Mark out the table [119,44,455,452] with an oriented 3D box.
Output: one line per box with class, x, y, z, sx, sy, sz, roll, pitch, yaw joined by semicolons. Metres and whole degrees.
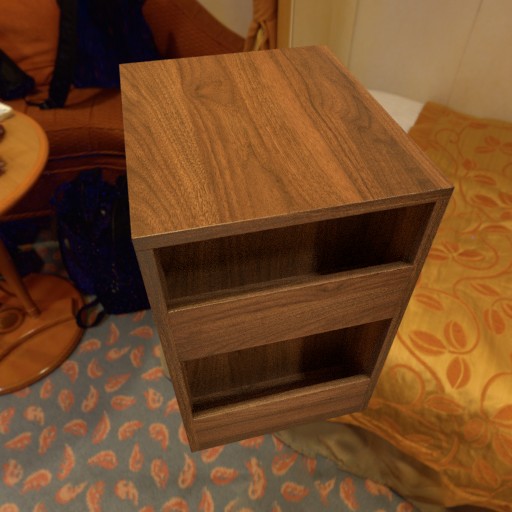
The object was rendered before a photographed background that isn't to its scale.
table;0.000;0.000;1.504;0.660;1.041;0.786;-10;47;-10
